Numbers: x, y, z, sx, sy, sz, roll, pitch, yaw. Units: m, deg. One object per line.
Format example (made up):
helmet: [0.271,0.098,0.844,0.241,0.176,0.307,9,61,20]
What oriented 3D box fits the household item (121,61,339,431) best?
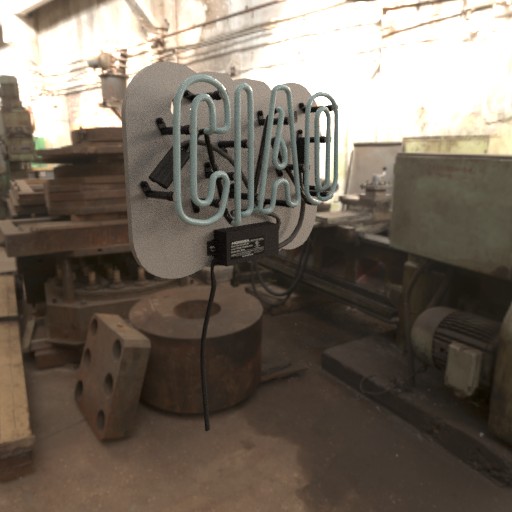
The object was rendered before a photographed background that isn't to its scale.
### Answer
household item: [0.000,0.000,0.376,0.042,0.294,0.211,13,18,43]
